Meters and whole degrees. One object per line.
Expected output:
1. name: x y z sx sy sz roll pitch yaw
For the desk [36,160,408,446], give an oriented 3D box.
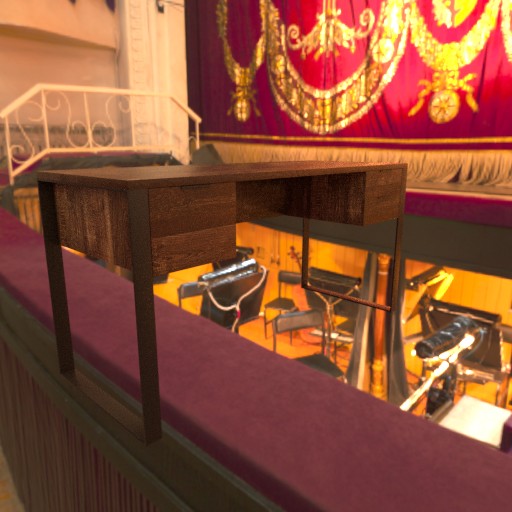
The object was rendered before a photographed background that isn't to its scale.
1. desk: 0.000 0.000 1.922 0.599 0.762 1.524 13 19 42
